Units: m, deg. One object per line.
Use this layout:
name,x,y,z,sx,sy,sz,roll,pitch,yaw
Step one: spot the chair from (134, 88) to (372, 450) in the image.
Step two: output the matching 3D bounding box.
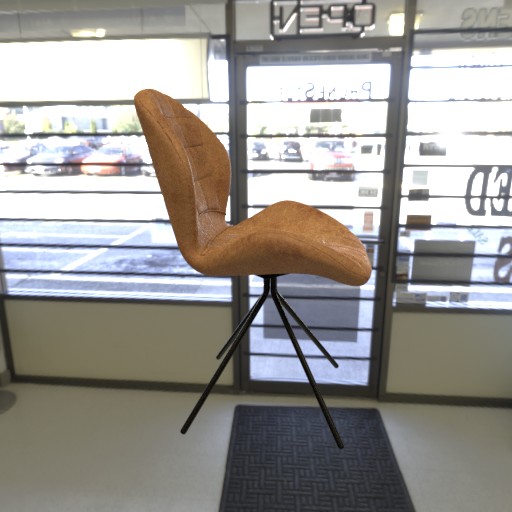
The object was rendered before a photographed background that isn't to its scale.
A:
chair,0.000,0.000,1.300,0.640,0.929,0.527,2,15,8
